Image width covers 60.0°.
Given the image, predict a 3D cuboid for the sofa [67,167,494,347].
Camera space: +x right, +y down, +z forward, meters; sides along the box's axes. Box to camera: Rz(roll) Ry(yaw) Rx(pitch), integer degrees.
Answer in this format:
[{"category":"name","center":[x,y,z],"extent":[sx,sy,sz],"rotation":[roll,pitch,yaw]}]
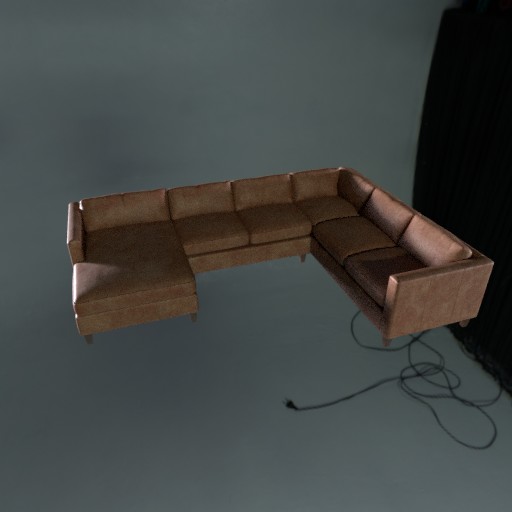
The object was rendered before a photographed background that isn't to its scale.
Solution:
[{"category":"sofa","center":[0.000,0.000,4.371],"extent":[3.401,0.832,2.430],"rotation":[-10,33,-16]}]
